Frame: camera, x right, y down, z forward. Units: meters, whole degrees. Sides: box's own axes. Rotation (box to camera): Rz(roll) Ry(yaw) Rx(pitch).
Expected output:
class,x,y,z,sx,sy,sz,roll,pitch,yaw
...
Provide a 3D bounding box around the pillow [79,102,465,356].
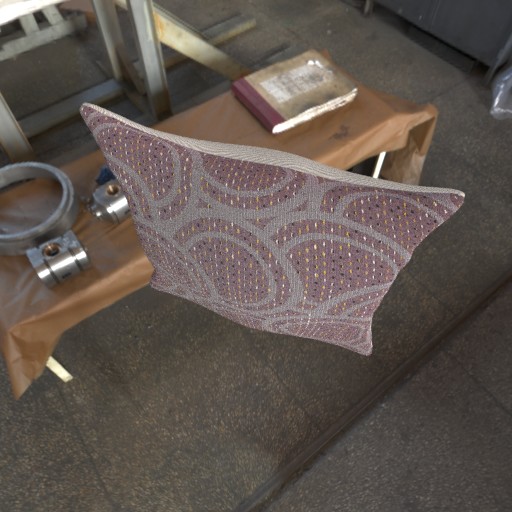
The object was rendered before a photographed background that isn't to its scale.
class,x,y,z,sx,sy,sz,roll,pitch,yaw
pillow,0.000,0.000,0.773,0.514,0.513,0.163,16,59,10
